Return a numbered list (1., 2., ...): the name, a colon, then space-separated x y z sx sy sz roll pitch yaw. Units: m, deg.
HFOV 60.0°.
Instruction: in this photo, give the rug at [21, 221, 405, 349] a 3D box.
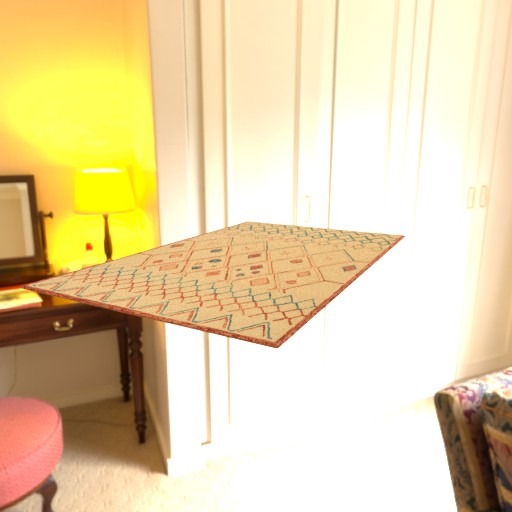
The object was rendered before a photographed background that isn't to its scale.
1. rug: 0.000 0.000 3.037 1.524 0.015 2.438 7 16 28
